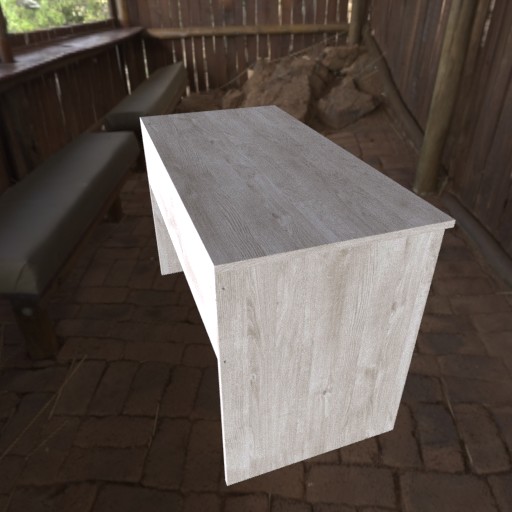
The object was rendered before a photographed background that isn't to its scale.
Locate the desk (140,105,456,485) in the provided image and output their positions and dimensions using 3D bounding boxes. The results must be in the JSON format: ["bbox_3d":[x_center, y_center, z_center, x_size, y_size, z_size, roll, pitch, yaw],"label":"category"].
[{"bbox_3d":[0.000,0.000,1.547,0.560,0.730,1.100,-11,34,-16],"label":"desk"}]
